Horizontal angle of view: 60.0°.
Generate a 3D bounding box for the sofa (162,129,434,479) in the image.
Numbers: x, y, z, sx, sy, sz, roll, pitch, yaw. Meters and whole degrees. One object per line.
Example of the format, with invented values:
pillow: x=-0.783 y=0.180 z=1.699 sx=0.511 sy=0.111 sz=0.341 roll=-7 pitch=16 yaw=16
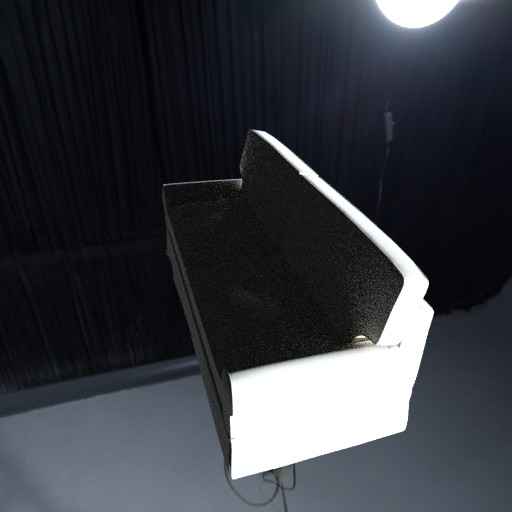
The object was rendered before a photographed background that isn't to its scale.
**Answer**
sofa: x=0.000 y=0.000 z=2.501 sx=0.862 sy=0.937 sz=2.021 roll=-9 pitch=33 yaw=-15
